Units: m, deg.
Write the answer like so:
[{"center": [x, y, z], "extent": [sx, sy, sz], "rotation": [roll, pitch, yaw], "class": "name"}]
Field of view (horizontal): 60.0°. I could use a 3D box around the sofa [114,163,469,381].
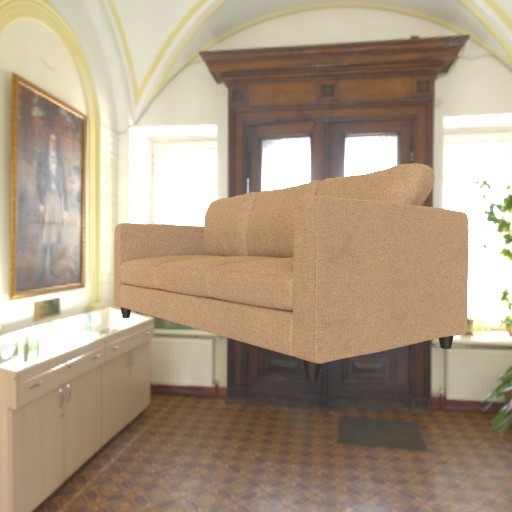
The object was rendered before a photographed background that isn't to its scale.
[{"center": [0.000, 0.000, 2.383], "extent": [0.930, 0.800, 1.855], "rotation": [0, 1, -37], "class": "sofa"}]
